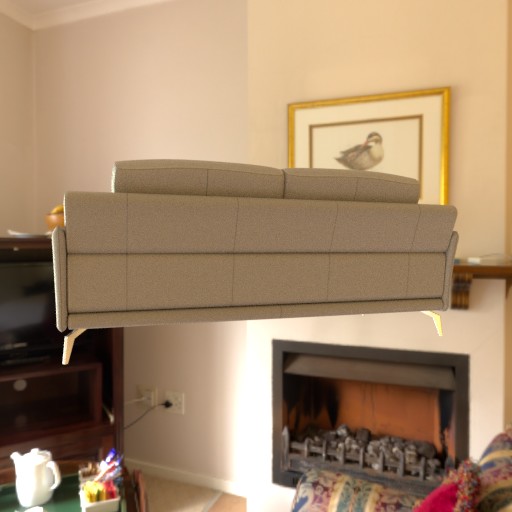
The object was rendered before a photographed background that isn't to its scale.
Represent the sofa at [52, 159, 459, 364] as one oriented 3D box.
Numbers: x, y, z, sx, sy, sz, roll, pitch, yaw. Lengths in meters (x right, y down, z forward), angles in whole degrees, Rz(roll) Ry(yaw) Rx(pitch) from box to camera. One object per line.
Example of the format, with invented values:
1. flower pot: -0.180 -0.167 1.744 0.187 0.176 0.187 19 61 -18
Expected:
1. sofa: 0.000 0.000 2.624 2.101 0.930 1.049 0 1 -18
